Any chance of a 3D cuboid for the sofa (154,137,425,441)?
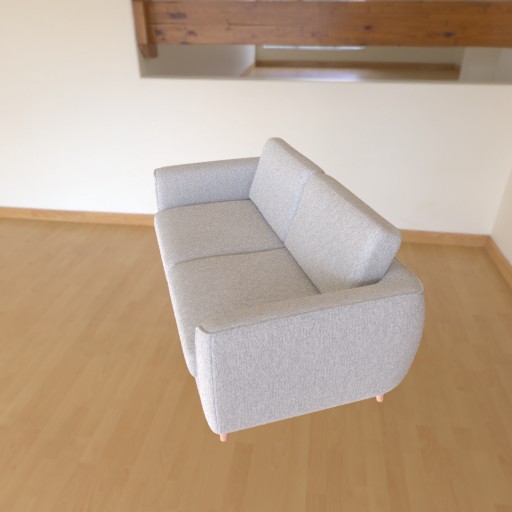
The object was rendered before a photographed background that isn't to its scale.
[{"bbox_3d":[0.000,0.000,2.270,0.920,0.850,1.700,-9,31,-14],"label":"sofa"}]
